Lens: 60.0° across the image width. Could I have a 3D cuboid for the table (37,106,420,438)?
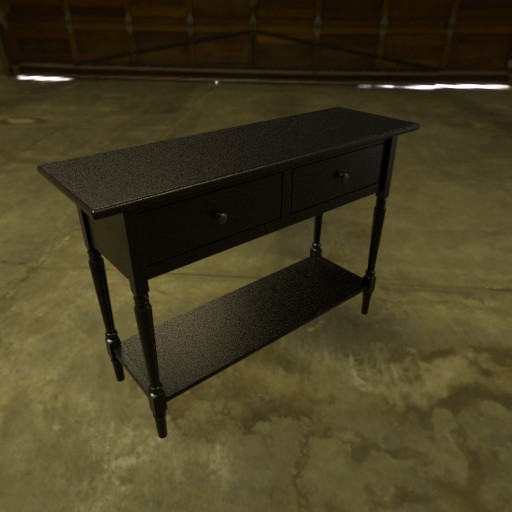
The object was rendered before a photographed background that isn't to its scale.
[{"bbox_3d":[0.000,0.000,1.573,1.191,0.819,0.386,-22,37,-33],"label":"table"}]
